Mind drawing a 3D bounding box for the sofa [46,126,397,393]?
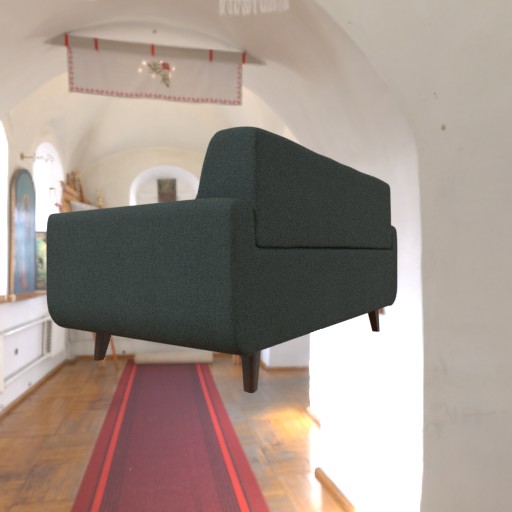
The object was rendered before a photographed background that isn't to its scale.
[{"bbox_3d":[0.000,0.000,2.134,0.909,0.841,1.631,0,1,33],"label":"sofa"}]
